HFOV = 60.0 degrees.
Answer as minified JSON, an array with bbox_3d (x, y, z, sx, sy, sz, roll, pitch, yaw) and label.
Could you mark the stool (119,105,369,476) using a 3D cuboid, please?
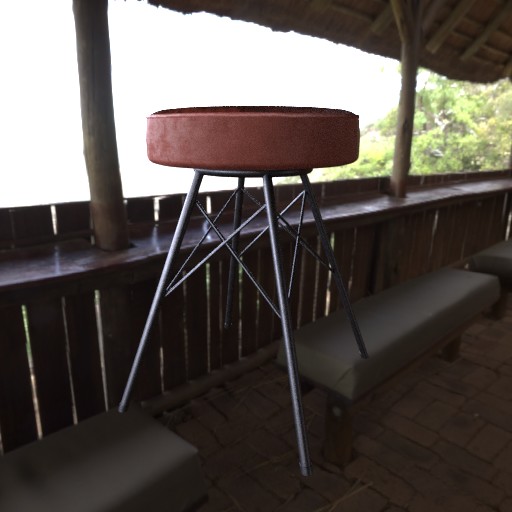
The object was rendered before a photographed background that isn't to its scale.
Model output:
[{"bbox_3d":[0.000,0.000,0.937,0.421,0.593,0.457,8,17,25],"label":"stool"}]
